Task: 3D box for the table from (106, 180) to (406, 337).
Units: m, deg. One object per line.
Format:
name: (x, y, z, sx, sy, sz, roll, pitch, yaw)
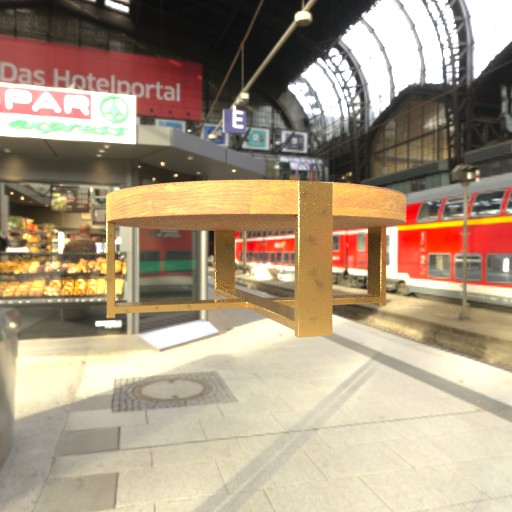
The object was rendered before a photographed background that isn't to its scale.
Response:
table: (0.000, 0.000, 1.724, 1.100, 0.420, 1.100, 0, 1, 0)
